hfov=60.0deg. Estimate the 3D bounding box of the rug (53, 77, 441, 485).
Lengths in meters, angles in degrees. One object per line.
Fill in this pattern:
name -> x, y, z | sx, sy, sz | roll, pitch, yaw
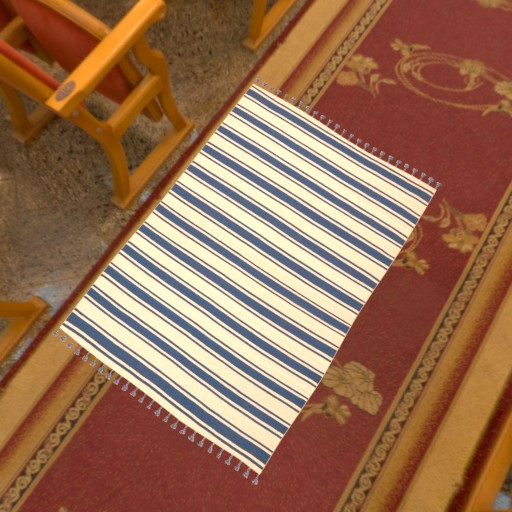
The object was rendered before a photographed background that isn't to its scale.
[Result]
rug -> 0.000, 0.000, 2.921 | 1.544, 0.010, 2.315 | 33, 77, 9
